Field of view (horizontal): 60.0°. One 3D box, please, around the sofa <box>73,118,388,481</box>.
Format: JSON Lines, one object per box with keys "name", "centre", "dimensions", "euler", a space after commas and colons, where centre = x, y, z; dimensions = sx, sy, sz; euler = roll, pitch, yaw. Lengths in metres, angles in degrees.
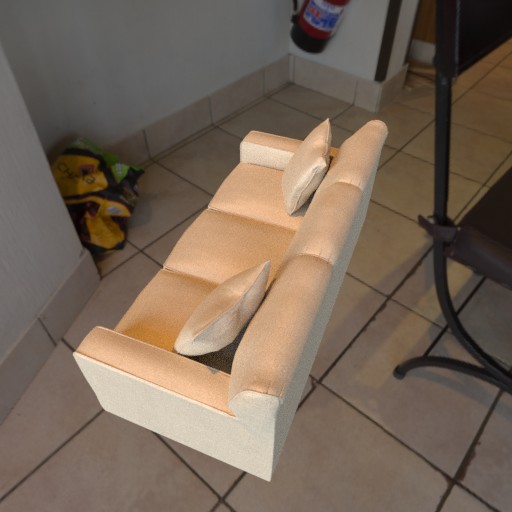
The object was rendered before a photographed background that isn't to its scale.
{"name": "sofa", "centre": [0.000, 0.000, 2.558], "dimensions": [0.997, 0.958, 2.024], "euler": [16, 48, 15]}
